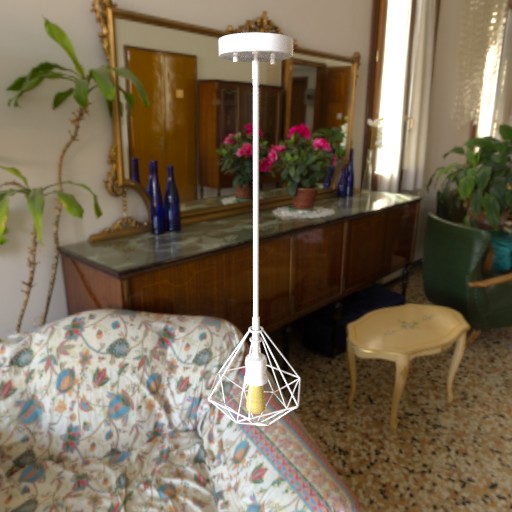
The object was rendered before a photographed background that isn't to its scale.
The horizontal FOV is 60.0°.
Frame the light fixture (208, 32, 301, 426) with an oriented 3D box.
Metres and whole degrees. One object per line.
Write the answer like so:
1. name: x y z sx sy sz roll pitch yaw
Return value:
1. light fixture: 0.000 0.000 1.987 0.431 1.764 0.487 2 16 7
